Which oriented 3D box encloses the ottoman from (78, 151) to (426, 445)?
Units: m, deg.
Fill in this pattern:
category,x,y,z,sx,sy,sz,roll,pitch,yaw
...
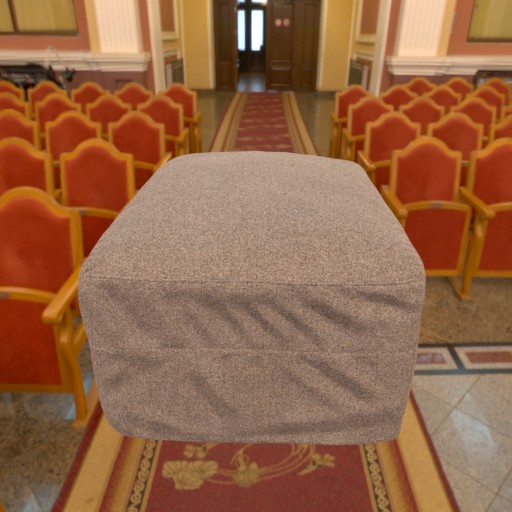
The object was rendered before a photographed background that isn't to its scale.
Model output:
category,x,y,z,sx,sy,sz,roll,pitch,yaw
ottoman,0.000,0.000,1.210,0.683,0.481,0.837,1,27,1
